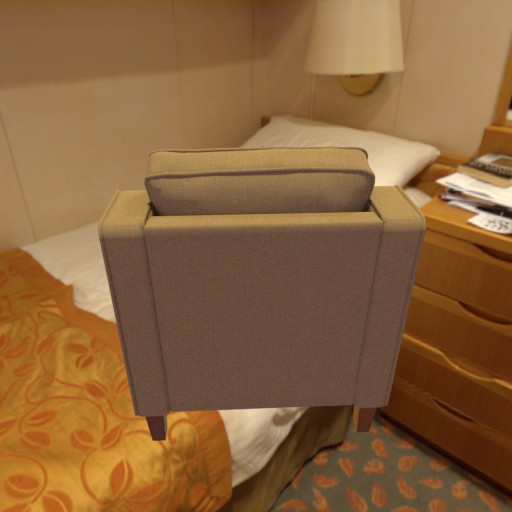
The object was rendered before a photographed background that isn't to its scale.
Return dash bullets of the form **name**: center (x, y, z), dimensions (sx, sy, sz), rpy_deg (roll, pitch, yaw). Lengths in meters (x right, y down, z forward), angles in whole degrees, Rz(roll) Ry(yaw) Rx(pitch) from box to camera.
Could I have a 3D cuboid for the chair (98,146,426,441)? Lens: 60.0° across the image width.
- **chair**: center (0.000, 0.000, 1.662), dimensions (0.831, 0.960, 0.909), rpy_deg (-1, 30, -2)
